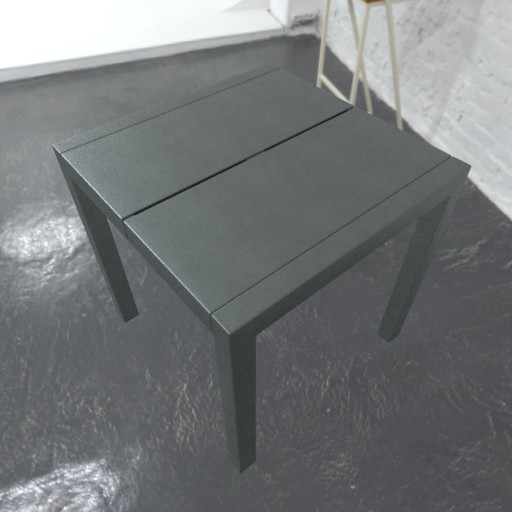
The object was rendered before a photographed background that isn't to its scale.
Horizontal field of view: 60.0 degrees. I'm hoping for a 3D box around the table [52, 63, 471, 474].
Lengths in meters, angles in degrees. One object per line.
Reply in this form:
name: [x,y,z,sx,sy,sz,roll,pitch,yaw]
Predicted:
table: [0.000,0.000,0.938,0.508,0.508,0.508,-32,55,-26]
